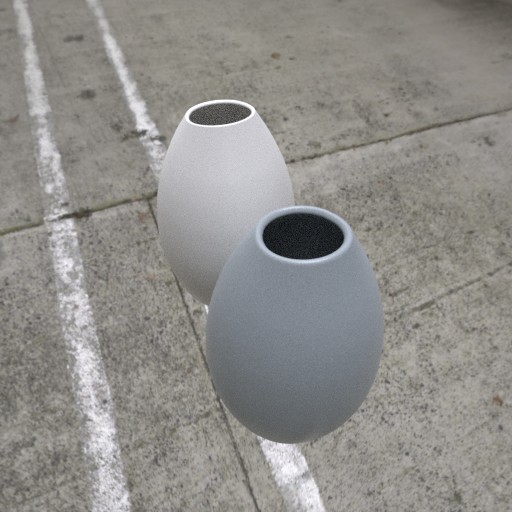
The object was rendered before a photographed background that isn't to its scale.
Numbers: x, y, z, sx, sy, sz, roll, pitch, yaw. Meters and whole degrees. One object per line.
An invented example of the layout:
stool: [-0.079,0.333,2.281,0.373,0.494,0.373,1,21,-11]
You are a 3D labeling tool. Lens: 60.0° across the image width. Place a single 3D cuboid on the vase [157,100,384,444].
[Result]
vase: [0.000,0.000,0.249,0.089,0.131,0.187,-17,50,-15]
